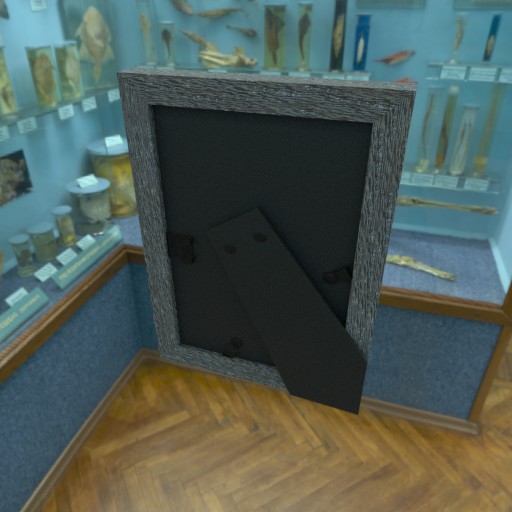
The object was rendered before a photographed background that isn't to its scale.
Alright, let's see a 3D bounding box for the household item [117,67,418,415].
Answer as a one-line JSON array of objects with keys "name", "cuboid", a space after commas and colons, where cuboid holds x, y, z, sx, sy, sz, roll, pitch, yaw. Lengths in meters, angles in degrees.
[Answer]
[{"name": "household item", "cuboid": [0.000, 0.000, 0.239, 0.133, 0.180, 0.020, 10, 33, 16]}]
